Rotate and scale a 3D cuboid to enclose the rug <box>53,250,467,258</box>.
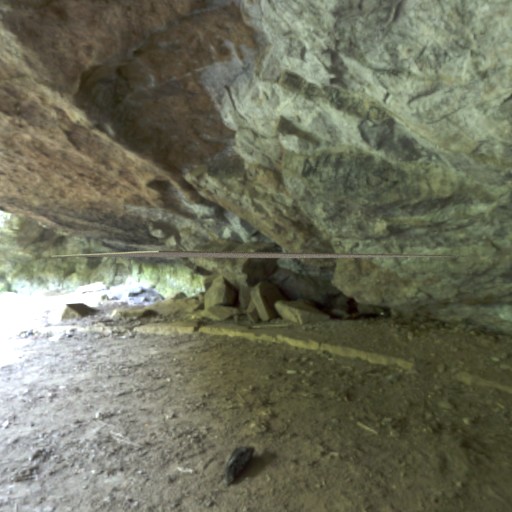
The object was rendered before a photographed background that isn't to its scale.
[{"bbox_3d":[0.000,0.000,4.162,3.048,0.012,2.444,1,-1,-36],"label":"rug"}]
